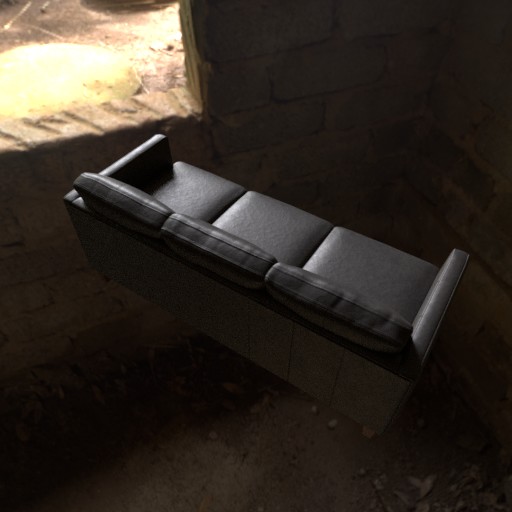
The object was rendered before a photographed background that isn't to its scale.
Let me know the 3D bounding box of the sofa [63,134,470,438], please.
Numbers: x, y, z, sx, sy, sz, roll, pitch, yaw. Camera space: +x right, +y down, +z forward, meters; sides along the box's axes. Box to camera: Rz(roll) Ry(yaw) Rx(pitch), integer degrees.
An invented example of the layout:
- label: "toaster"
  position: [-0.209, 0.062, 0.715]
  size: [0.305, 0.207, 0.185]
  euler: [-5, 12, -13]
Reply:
- label: "sofa"
  position: [0.000, 0.000, 3.031]
  size: [2.464, 1.006, 1.045]
  euler: [25, 52, 22]
